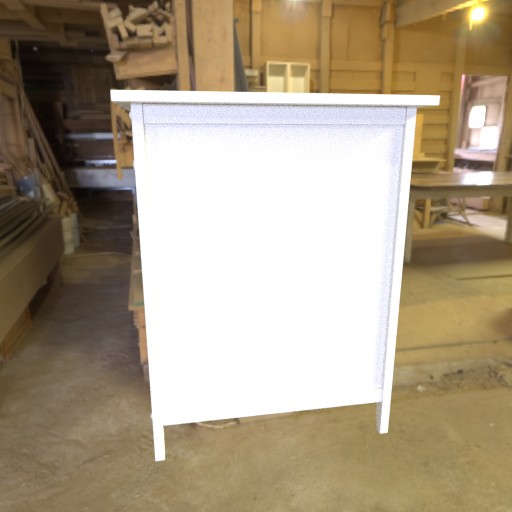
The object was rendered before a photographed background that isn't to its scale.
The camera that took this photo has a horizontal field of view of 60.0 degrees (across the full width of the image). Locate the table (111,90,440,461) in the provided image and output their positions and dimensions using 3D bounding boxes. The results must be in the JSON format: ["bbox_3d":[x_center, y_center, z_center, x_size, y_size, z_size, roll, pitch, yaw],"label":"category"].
[{"bbox_3d":[0.000,0.000,0.743,0.381,0.483,0.381,-3,15,-10],"label":"table"}]
